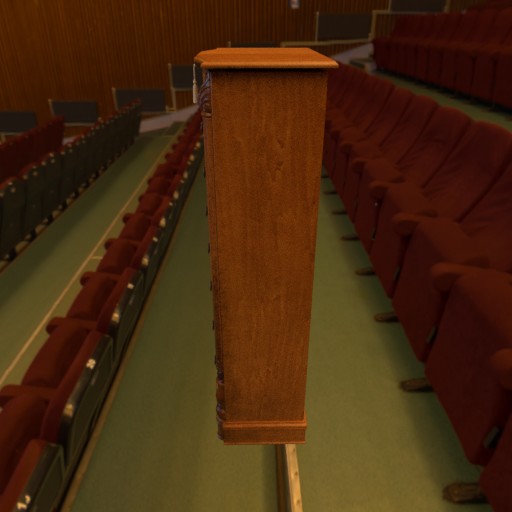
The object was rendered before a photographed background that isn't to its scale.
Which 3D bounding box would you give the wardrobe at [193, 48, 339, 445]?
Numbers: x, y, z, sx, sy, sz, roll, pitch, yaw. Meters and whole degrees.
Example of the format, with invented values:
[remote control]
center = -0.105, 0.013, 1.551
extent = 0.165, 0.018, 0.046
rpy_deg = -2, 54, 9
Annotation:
[wardrobe]
center = 0.000, 0.000, 1.150
extent = 0.273, 0.959, 0.406
rpy_deg = 0, 28, -1
